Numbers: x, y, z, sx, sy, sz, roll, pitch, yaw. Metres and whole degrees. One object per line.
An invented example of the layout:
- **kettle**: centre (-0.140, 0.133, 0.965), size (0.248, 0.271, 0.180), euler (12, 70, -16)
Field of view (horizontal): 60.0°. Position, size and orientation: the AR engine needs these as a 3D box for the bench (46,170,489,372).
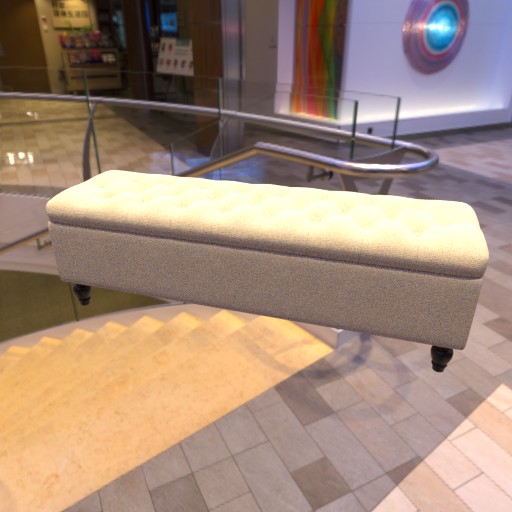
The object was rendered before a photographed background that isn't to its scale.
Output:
- **bench**: centre (0.000, 0.000, 1.674), size (1.480, 0.467, 0.455), euler (8, 28, 15)
